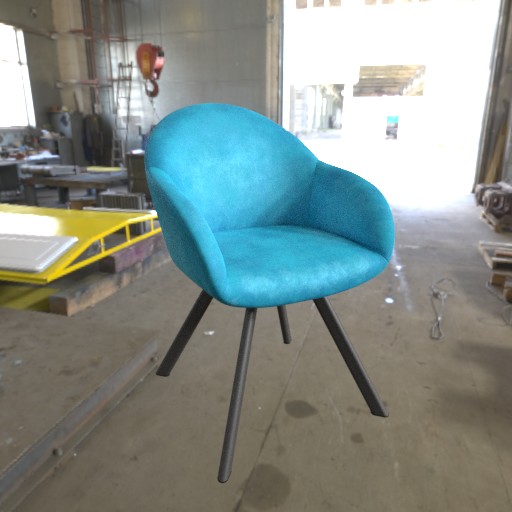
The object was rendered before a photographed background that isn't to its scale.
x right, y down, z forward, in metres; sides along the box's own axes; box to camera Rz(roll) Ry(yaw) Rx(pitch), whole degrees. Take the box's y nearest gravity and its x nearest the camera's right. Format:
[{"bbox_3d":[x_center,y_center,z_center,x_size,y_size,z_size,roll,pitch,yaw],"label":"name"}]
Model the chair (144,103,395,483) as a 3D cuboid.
[{"bbox_3d":[0.000,0.000,1.193,0.550,0.795,0.590,-9,19,-27],"label":"chair"}]
